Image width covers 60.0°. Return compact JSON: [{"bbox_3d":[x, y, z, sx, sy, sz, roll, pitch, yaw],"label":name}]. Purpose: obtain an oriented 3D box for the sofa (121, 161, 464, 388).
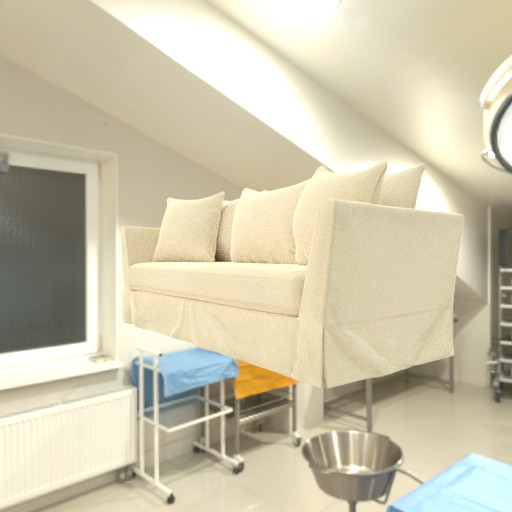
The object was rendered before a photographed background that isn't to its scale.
[{"bbox_3d":[0.000,0.000,2.897,1.031,1.034,2.290,0,0,-37],"label":"sofa"}]
